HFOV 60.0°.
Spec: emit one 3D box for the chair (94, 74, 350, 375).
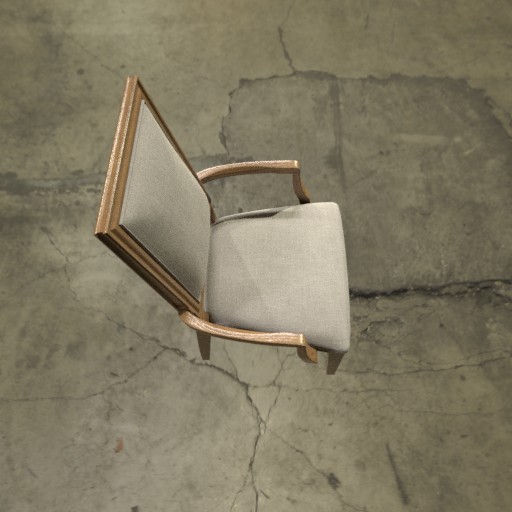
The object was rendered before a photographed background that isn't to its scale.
[{"bbox_3d":[0.000,0.000,1.354,0.602,0.990,0.606,1,63,0],"label":"chair"}]
